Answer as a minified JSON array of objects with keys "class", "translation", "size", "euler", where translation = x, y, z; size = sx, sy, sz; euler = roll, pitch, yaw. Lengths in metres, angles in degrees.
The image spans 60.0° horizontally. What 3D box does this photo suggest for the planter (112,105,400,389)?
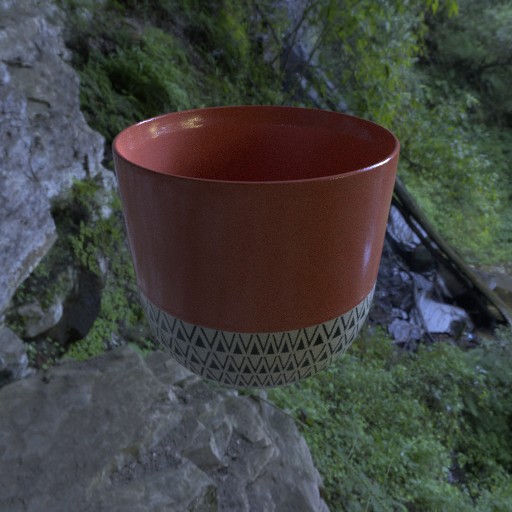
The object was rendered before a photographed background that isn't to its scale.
[{"class":"planter","translation":[0.000,0.000,0.491],"size":[0.266,0.270,0.266],"euler":[0,30,0]}]
